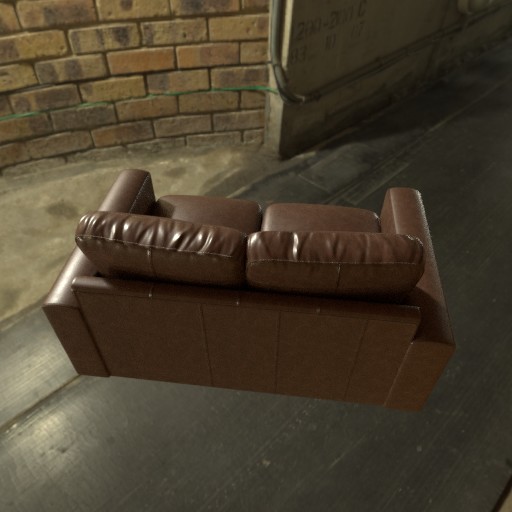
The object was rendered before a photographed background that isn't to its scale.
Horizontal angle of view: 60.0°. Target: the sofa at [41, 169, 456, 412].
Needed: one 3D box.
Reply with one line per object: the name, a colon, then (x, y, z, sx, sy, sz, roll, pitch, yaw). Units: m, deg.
sofa: (0.000, 0.000, 2.130, 1.616, 0.873, 1.016, 5, 45, 5)
